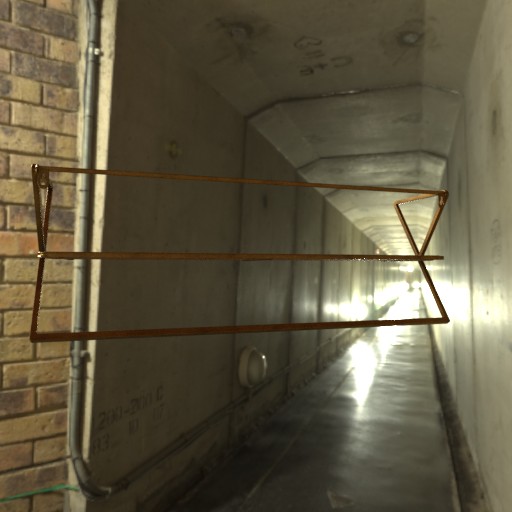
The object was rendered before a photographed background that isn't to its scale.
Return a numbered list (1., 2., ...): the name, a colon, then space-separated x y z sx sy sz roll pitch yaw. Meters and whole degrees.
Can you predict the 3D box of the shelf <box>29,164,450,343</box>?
1. shelf: 0.000 0.000 0.728 0.645 0.229 0.150 0 -2 -18
